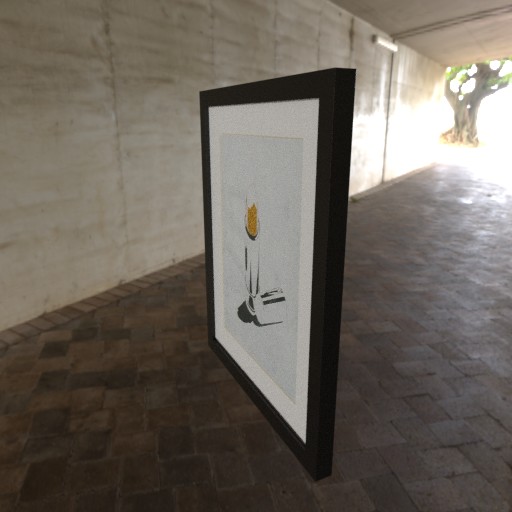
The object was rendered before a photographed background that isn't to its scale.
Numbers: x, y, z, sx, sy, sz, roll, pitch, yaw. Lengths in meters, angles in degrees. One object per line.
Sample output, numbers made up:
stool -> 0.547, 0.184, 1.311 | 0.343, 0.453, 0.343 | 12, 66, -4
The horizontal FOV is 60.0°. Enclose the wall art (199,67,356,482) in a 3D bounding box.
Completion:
wall art -> 0.000, 0.000, 0.767 | 0.029, 0.559, 0.457 | -8, 19, -25
